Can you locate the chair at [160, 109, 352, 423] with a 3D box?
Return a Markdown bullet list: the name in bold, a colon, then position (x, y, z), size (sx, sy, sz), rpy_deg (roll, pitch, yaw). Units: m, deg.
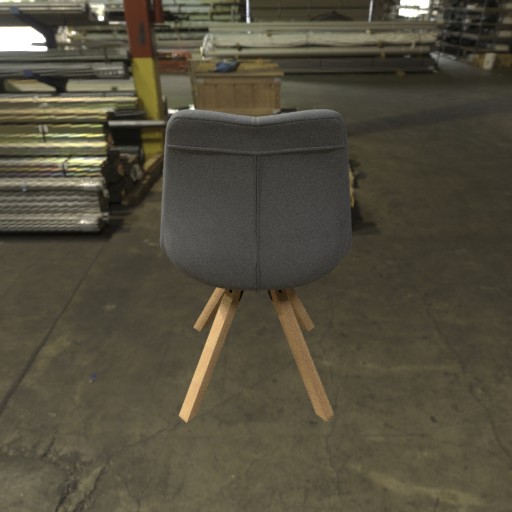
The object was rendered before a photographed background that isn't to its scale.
- **chair**: position (0.000, 0.000, 1.187), size (0.474, 0.863, 0.549), rpy_deg (0, 30, 0)
